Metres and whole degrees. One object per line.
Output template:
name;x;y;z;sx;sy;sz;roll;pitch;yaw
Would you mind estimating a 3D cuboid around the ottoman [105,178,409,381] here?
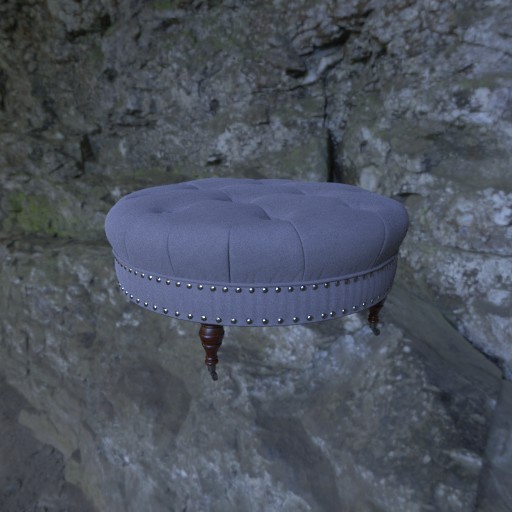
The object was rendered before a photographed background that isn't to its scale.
ottoman;0.000;0.000;1.403;0.901;0.439;0.901;0;16;0
